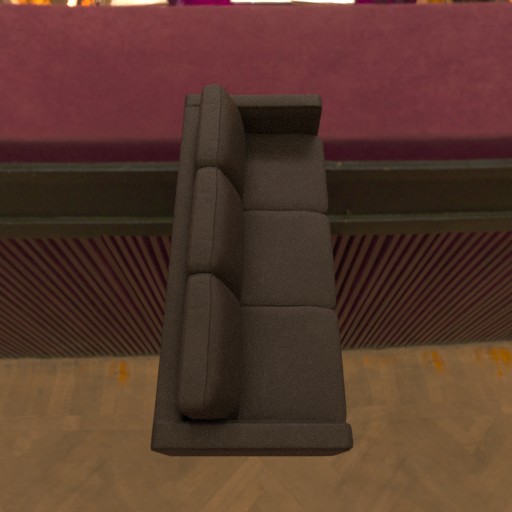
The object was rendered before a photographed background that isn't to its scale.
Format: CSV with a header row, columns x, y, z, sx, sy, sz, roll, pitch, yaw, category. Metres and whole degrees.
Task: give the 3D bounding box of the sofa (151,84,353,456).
x,y,z,sx,sy,sz,roll,pitch,yaw,category
0.000,0.000,2.486,0.879,0.899,2.029,0,63,0,sofa
